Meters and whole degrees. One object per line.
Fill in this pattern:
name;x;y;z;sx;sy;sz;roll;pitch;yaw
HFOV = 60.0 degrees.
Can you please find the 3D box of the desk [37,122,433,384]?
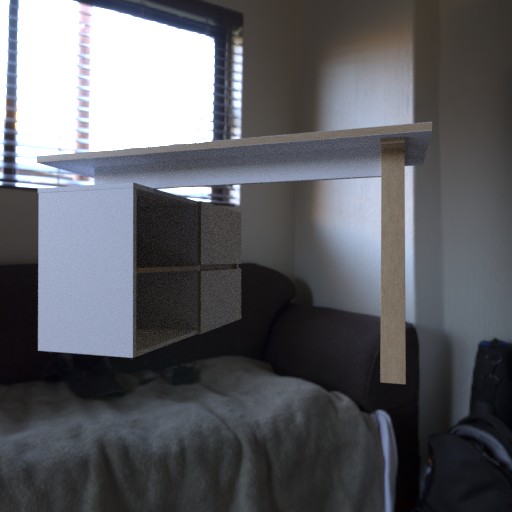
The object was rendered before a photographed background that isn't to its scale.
desk;0.000;0.000;1.995;1.404;0.755;1.098;0;0;18
